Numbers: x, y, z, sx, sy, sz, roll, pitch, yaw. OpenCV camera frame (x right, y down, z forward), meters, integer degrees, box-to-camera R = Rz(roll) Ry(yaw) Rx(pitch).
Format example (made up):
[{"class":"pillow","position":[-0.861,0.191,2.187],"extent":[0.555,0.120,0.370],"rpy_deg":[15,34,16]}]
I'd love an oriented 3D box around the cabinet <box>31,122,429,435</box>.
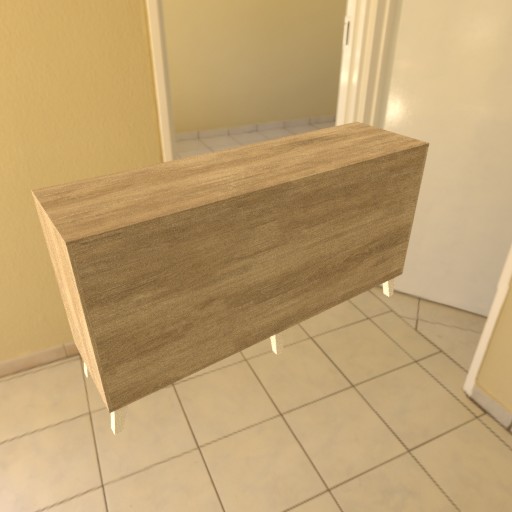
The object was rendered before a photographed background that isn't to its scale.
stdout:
[{"class":"cabinet","position":[0.000,0.000,2.008],"extent":[1.600,0.870,0.450],"rpy_deg":[-20,37,-29]}]
